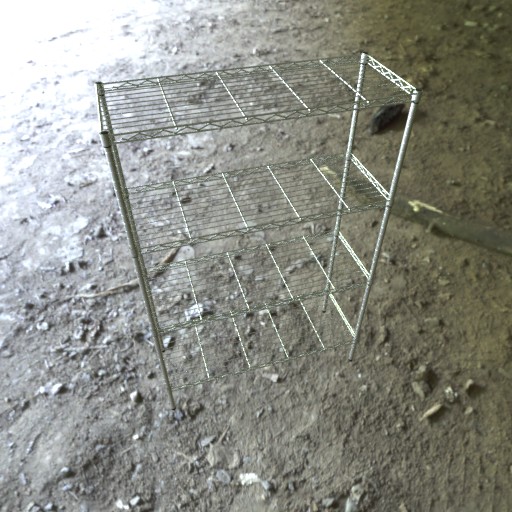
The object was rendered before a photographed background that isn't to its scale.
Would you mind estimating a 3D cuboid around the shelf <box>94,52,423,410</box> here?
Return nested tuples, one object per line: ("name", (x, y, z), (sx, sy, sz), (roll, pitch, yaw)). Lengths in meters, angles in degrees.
("shelf", (0.000, 0.000, 1.762), (0.907, 1.360, 0.352), (-12, 44, -12))
